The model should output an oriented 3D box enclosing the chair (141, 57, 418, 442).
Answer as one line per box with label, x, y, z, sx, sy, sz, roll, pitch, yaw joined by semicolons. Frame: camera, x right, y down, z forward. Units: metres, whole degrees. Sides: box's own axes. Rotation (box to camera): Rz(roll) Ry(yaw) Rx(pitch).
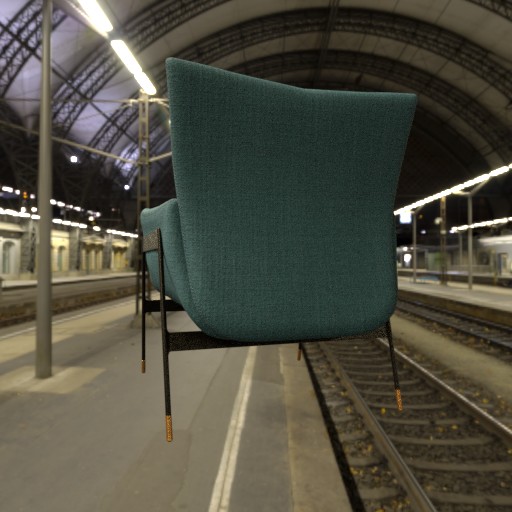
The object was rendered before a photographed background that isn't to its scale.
chair;0.000;0.000;1.406;0.678;0.859;0.769;0;-1;-19
